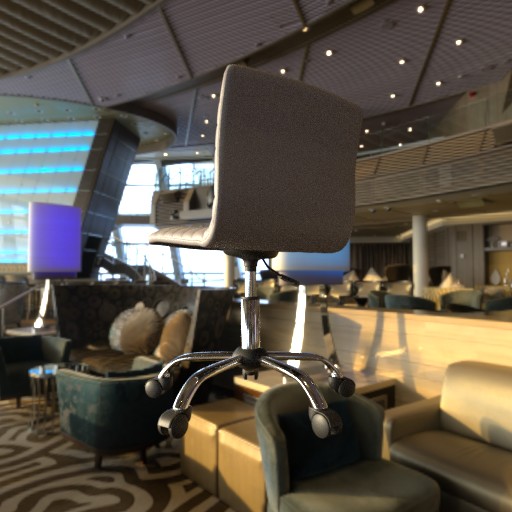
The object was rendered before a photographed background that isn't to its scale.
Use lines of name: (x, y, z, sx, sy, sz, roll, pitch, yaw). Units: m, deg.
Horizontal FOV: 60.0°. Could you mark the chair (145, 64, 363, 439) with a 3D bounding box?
chair: (0.000, 0.000, 1.115, 0.569, 0.750, 0.542, 2, -3, -36)
